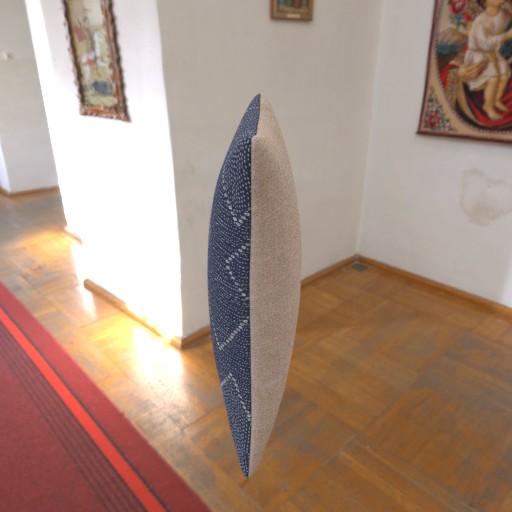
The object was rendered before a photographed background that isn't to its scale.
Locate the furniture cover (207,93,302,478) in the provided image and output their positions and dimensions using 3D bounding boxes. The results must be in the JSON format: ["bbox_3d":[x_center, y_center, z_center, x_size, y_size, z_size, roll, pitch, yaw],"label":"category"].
[{"bbox_3d":[0.000,0.000,0.788,0.162,0.503,0.511,1,25,1],"label":"furniture cover"}]
